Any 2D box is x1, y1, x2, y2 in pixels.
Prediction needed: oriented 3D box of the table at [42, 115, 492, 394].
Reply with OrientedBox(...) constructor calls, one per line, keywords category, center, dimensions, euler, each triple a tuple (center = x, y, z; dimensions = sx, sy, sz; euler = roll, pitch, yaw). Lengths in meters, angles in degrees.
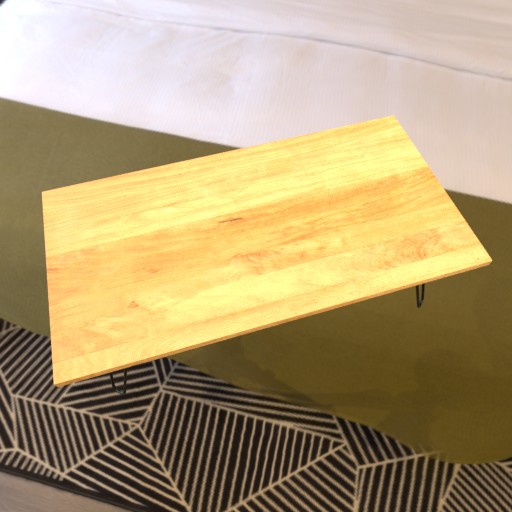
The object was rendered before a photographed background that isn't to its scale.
OrientedBox(category="table", center=(0.000, 0.000, 1.640), dimensions=(1.348, 0.400, 0.699), euler=(-14, 59, -9))
